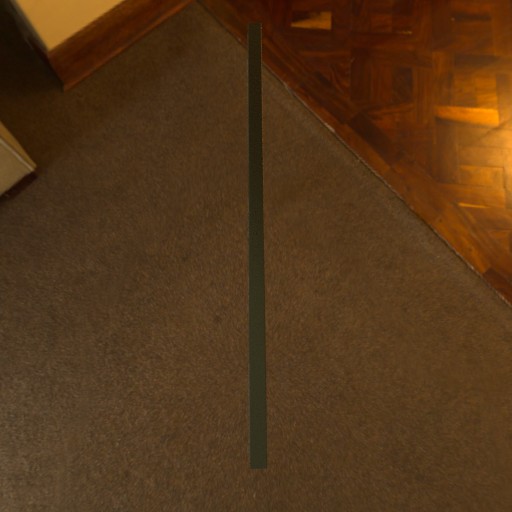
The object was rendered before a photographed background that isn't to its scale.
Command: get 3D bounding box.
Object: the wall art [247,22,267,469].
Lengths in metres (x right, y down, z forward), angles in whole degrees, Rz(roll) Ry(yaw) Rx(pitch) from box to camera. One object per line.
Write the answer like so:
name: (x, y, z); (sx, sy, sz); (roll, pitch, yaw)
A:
wall art: (0.000, 0.000, 0.845); (0.022, 0.446, 0.659); (0, 75, 0)
